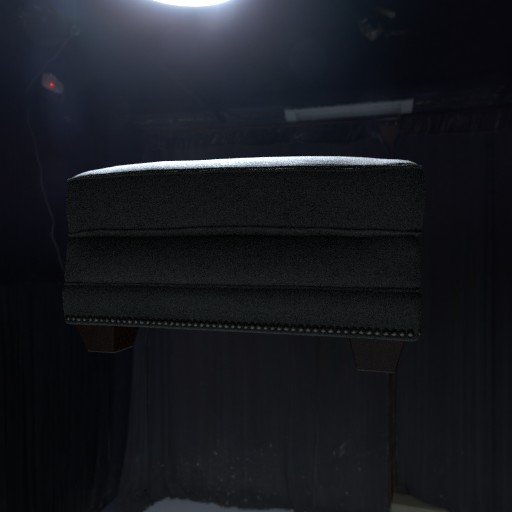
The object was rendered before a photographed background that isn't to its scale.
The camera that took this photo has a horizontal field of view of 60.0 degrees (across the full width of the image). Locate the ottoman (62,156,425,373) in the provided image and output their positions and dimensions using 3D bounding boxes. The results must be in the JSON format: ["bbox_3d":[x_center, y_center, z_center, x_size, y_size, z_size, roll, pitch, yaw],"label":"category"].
[{"bbox_3d":[0.000,0.000,1.173,0.813,0.457,0.561,0,0,17],"label":"ottoman"}]
